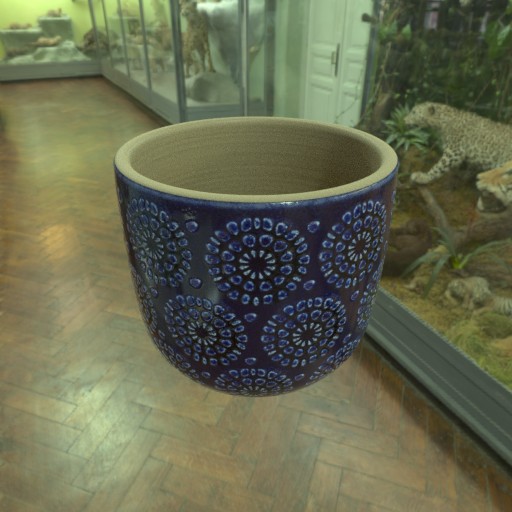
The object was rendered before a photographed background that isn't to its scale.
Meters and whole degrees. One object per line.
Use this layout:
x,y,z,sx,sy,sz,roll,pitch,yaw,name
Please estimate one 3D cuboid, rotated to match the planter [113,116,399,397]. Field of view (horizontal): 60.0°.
0.000,0.000,0.299,0.165,0.149,0.165,0,30,0,planter
